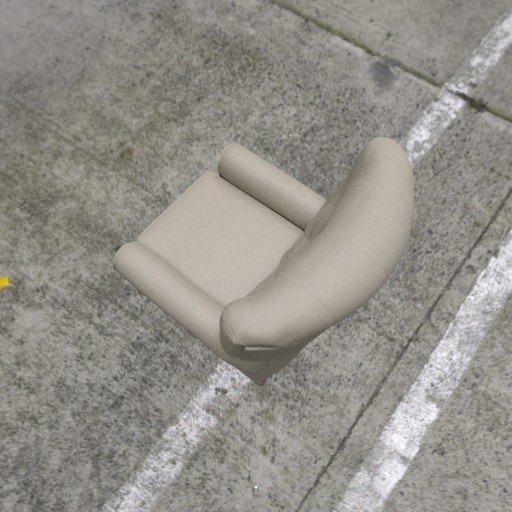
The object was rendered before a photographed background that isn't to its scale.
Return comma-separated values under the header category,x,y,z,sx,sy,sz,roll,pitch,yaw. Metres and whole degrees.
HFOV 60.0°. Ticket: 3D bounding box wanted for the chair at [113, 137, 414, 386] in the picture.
category,x,y,z,sx,sy,sz,roll,pitch,yaw
chair,0.000,0.000,1.967,1.059,1.158,0.943,35,68,17
